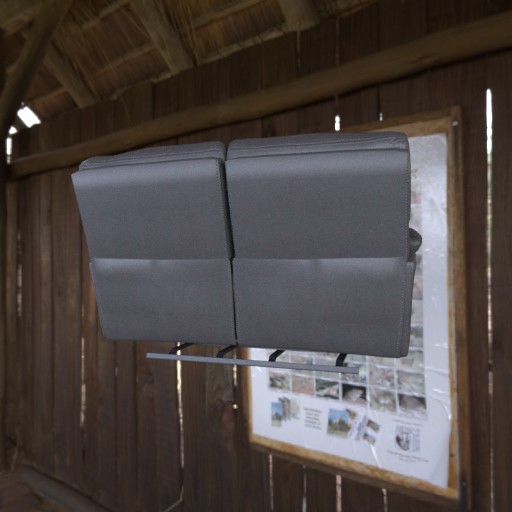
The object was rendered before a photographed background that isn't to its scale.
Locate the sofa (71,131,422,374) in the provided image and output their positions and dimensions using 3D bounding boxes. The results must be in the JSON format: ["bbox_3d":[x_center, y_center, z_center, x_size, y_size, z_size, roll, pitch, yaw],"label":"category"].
[{"bbox_3d":[0.000,0.000,2.505,1.765,1.111,1.104,0,0,17],"label":"sofa"}]
